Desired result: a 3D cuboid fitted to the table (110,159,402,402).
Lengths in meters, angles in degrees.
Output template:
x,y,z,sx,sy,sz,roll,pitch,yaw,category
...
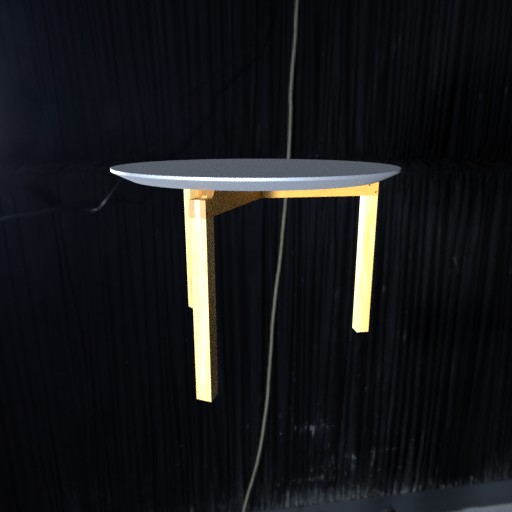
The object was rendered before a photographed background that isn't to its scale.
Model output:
x,y,z,sx,sy,sz,roll,pitch,yaw,category
0.000,0.000,1.010,0.600,0.405,0.600,0,15,0,table
